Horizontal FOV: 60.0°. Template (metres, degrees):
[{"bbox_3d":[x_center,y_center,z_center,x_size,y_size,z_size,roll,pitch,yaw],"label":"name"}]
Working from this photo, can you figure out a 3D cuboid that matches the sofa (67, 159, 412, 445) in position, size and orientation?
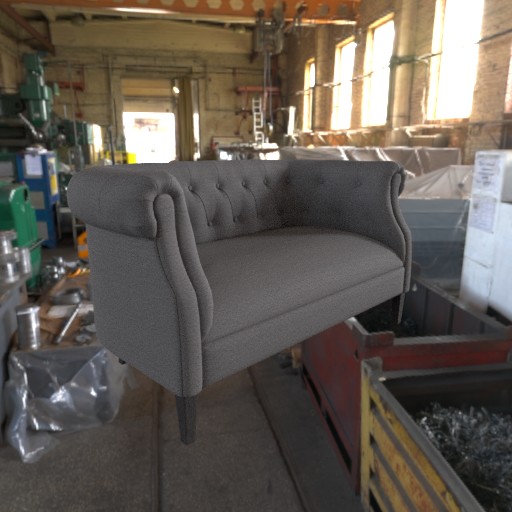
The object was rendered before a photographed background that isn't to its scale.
[{"bbox_3d":[0.000,0.000,1.994,0.835,0.827,1.558,13,19,43],"label":"sofa"}]
